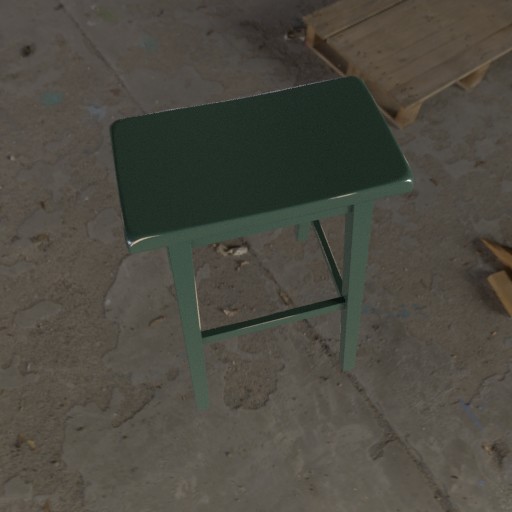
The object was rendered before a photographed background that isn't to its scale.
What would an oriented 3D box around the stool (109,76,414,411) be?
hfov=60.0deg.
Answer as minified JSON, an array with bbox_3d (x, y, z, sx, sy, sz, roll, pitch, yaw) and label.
[{"bbox_3d":[0.000,0.000,1.027,0.457,0.737,0.476,-13,63,-7],"label":"stool"}]
